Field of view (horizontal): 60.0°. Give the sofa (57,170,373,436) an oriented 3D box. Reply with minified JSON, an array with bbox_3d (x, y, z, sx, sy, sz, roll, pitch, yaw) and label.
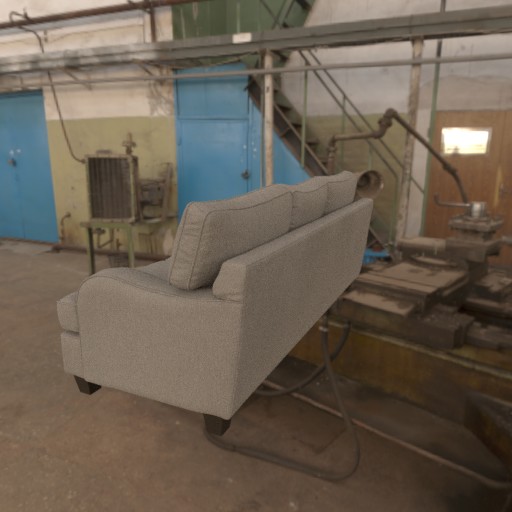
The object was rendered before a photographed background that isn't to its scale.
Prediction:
[{"bbox_3d":[0.000,0.000,2.846,1.016,0.991,2.323,7,15,25],"label":"sofa"}]
